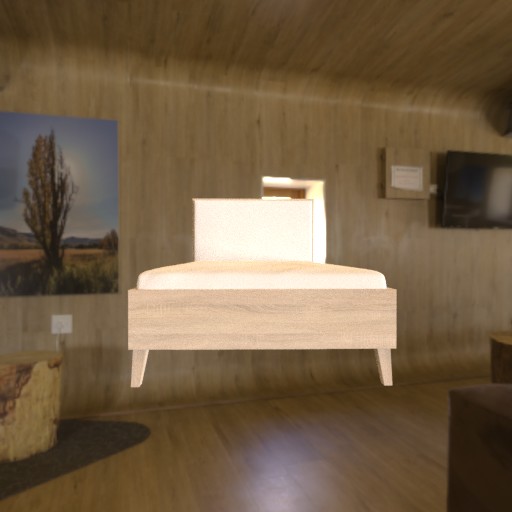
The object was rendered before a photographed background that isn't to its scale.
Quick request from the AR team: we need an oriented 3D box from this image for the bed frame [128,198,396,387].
[{"bbox_3d":[0.000,0.000,2.644,0.990,0.920,2.140,0,0,-1],"label":"bed frame"}]
